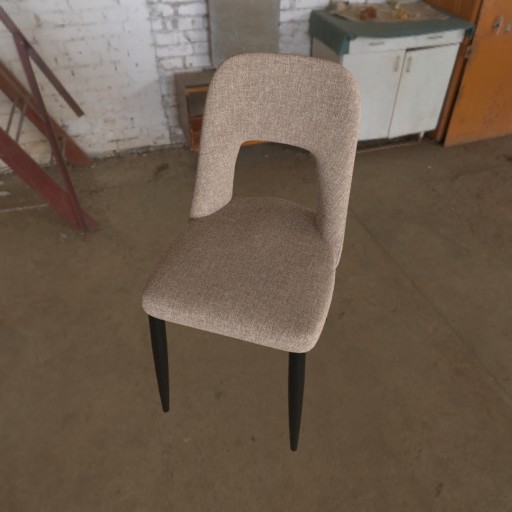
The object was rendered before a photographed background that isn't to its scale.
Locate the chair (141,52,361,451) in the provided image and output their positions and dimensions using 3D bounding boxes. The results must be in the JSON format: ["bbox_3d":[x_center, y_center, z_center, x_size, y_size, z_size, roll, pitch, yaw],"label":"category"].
[{"bbox_3d":[0.000,0.000,1.262,0.470,0.931,0.612,12,43,13],"label":"chair"}]
